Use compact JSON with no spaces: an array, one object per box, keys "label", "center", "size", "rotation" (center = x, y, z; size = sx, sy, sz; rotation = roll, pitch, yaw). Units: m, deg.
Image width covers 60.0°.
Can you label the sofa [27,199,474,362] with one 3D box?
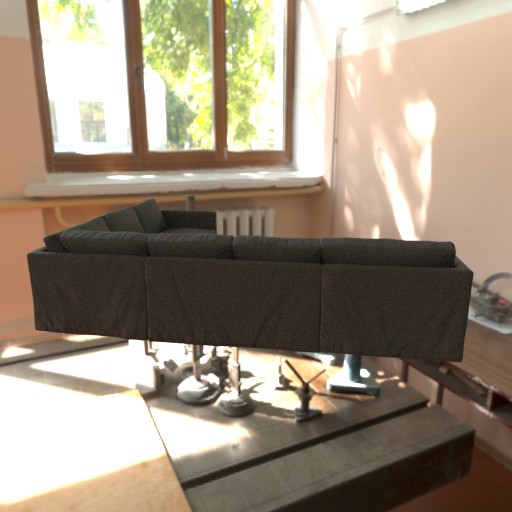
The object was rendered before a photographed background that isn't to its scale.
[{"label":"sofa","center":[0.000,0.000,4.580],"size":[3.528,0.878,2.476],"rotation":[2,15,8]}]
